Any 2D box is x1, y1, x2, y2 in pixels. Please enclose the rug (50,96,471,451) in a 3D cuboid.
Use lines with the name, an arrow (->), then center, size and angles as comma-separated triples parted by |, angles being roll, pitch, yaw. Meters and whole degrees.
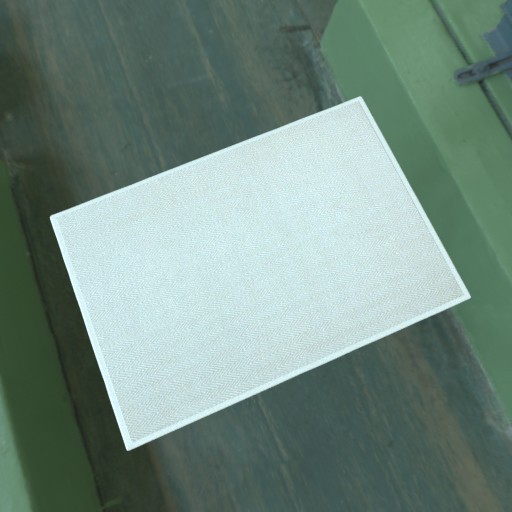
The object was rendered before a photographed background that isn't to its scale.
rug -> 0.000, 0.000, 2.794 | 2.244, 0.017, 1.532 | -22, 77, -5
